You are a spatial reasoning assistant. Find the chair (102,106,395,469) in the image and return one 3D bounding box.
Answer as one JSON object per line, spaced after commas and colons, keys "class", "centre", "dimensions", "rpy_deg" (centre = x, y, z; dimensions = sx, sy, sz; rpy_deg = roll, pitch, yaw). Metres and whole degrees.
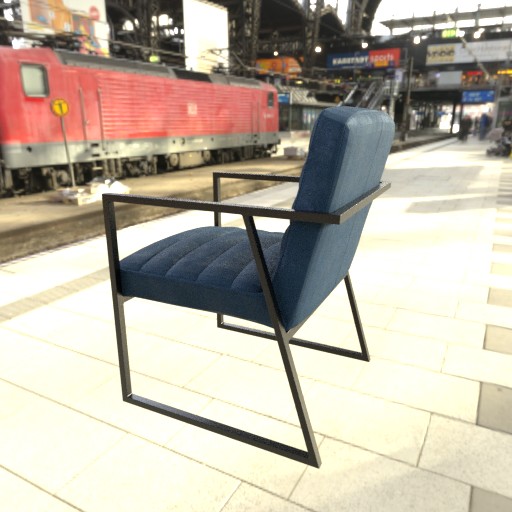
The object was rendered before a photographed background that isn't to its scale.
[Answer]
{"class": "chair", "centre": [0.000, 0.000, 1.319], "dimensions": [0.677, 0.833, 0.571], "rpy_deg": [8, 19, 25]}
